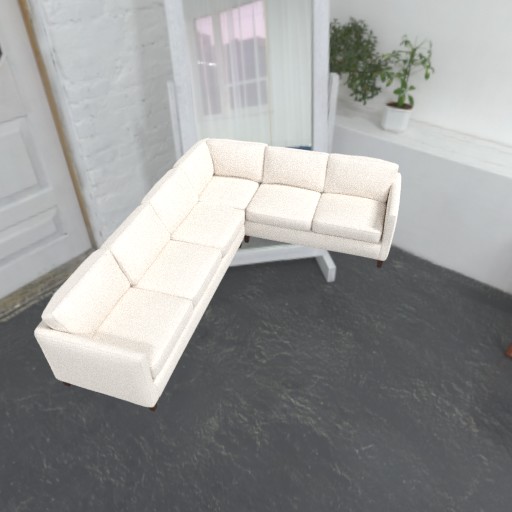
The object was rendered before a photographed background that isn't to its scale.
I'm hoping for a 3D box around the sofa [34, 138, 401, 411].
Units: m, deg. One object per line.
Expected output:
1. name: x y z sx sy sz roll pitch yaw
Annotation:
1. sofa: 0.000 0.000 4.382 2.593 0.947 3.302 11 41 13
